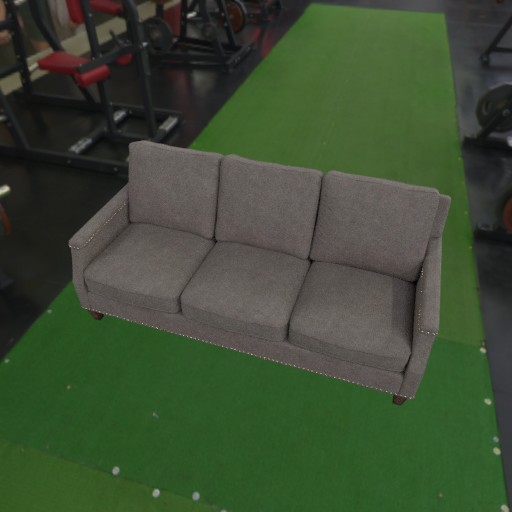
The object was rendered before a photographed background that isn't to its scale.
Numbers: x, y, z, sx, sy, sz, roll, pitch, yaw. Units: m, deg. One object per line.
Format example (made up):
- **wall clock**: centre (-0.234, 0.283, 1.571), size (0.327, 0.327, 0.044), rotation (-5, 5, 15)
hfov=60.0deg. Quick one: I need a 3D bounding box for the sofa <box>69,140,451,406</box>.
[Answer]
- **sofa**: centre (0.000, 0.000, 2.883), size (2.226, 1.042, 1.034), rotation (12, 43, 14)
